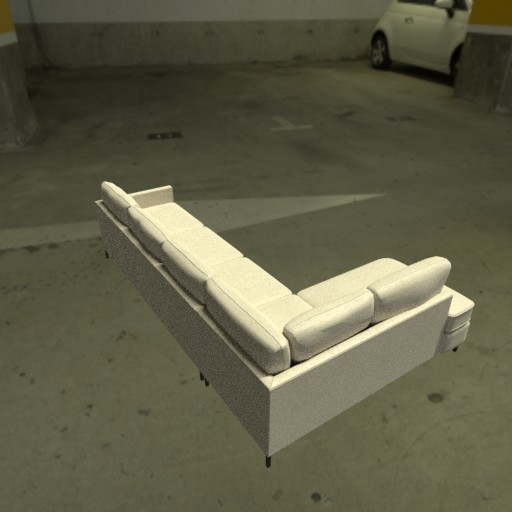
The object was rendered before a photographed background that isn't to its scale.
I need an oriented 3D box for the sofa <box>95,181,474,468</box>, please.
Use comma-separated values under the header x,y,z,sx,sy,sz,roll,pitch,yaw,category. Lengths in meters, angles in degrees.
x,y,z,sx,sy,sz,roll,pitch,yaw,category
0.000,0.000,4.315,2.048,0.996,3.384,-18,34,-29,sofa
